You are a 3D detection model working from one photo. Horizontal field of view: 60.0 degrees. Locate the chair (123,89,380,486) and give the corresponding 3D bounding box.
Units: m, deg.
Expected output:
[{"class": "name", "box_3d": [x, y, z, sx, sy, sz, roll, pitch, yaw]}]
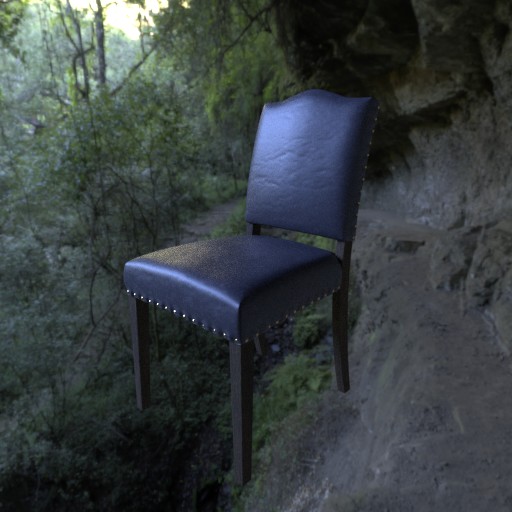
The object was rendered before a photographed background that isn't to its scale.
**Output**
[{"class": "chair", "box_3d": [0.000, 0.000, 1.357, 0.500, 0.991, 0.633, 15, 21, 41]}]
